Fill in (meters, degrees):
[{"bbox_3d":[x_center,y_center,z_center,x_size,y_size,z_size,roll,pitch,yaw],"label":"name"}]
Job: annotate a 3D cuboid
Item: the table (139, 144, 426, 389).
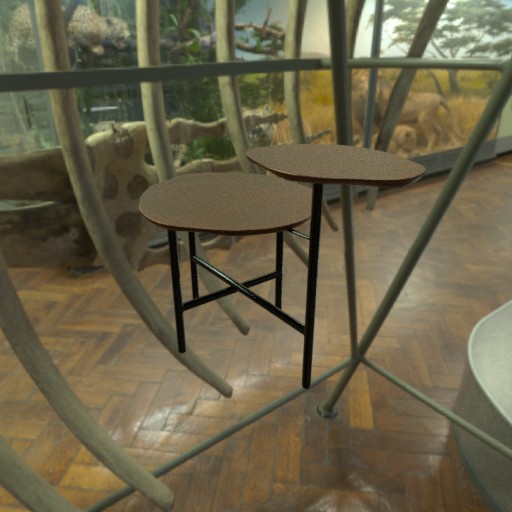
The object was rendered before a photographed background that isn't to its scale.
[{"bbox_3d":[0.000,0.000,1.061,0.442,0.538,0.759,-17,30,-33],"label":"table"}]
